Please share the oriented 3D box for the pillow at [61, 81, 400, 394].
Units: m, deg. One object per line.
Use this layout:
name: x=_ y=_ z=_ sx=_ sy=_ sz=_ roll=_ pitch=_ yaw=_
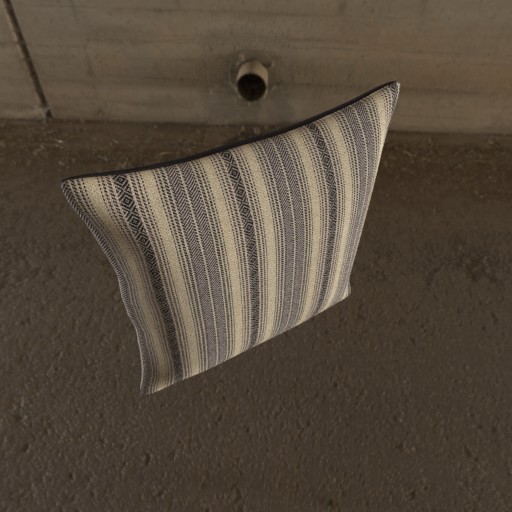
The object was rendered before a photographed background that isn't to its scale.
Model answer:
pillow: x=0.000 y=0.000 z=0.778 sx=0.520 sy=0.508 sz=0.166 roll=-23 pitch=51 yaw=-20
